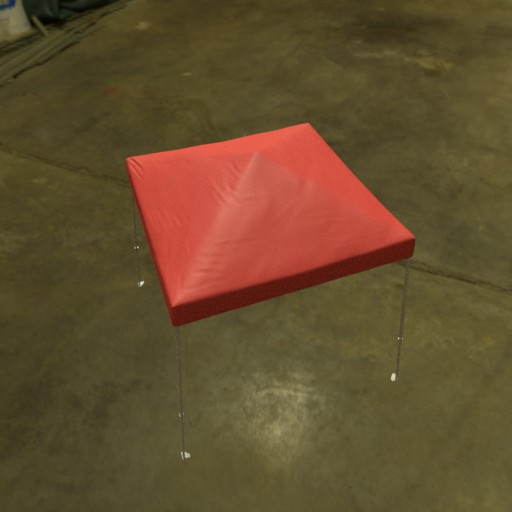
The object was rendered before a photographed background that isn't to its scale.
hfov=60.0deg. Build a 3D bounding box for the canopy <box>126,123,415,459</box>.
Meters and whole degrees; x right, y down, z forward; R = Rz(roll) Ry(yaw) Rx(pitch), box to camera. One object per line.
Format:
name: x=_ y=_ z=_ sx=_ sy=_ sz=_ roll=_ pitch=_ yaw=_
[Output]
canopy: x=0.000 y=0.000 z=5.301 sx=2.848 sy=2.849 sz=2.849 roll=-15 pitch=47 yaw=-14
